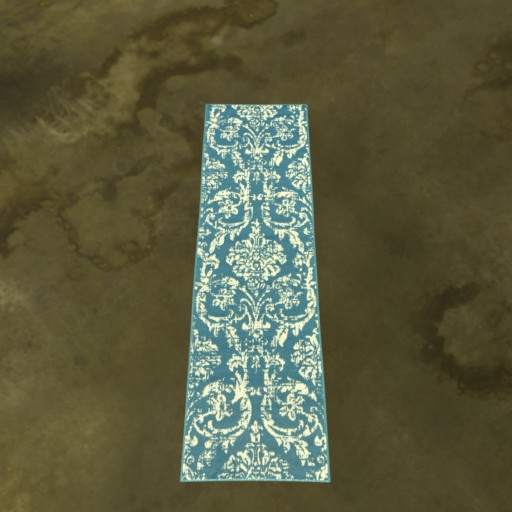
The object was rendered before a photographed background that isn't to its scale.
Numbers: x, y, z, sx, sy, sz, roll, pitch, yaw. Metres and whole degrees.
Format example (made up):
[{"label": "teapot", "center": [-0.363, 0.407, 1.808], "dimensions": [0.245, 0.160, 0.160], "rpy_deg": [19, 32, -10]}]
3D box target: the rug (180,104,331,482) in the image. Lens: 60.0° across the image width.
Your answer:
[{"label": "rug", "center": [0.000, 0.000, 2.416], "dimensions": [0.662, 0.011, 2.196], "rpy_deg": [0, 64, 0]}]
